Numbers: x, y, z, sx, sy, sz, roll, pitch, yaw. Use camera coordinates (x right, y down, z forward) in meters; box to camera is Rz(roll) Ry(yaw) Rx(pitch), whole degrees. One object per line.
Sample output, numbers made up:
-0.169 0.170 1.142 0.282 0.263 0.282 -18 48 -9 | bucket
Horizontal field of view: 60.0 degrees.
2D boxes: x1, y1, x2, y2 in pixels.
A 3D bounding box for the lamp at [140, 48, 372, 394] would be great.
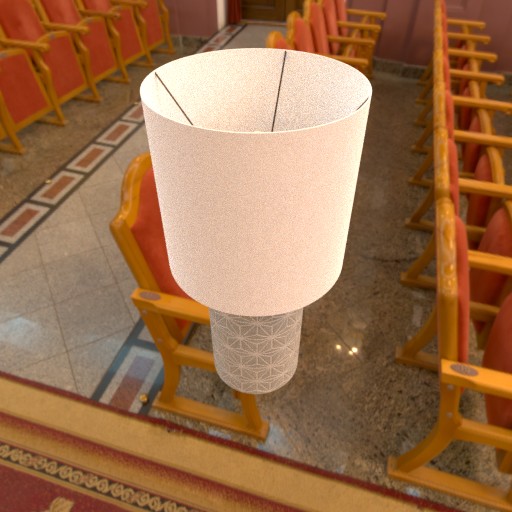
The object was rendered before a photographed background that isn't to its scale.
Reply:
0.000 0.000 0.537 0.206 0.416 0.206 11 42 13 | lamp
